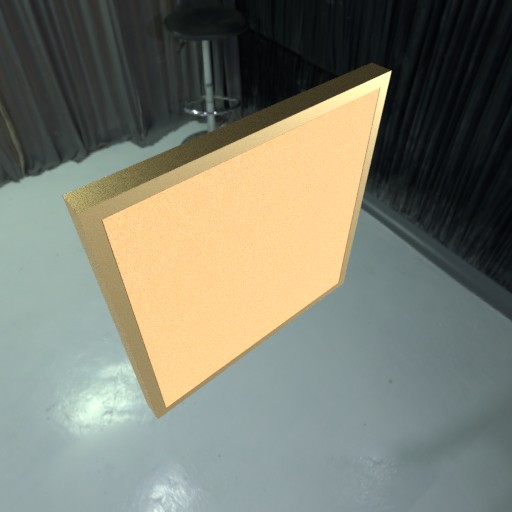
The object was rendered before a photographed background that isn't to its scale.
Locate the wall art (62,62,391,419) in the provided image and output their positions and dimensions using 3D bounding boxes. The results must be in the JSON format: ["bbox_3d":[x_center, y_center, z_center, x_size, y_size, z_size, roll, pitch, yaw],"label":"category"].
[{"bbox_3d":[0.000,0.000,1.919,1.284,1.284,0.095,-32,54,-26],"label":"wall art"}]
